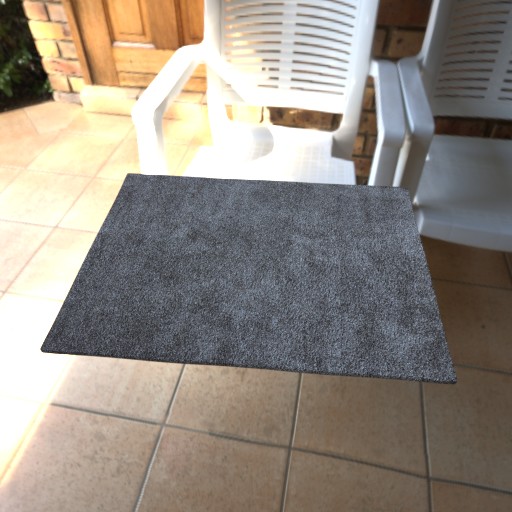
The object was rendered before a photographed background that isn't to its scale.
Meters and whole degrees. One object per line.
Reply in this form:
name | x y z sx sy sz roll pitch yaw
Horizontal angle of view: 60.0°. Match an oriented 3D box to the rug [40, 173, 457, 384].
rug | 0.000 0.000 2.110 1.601 0.025 1.198 4 45 3
